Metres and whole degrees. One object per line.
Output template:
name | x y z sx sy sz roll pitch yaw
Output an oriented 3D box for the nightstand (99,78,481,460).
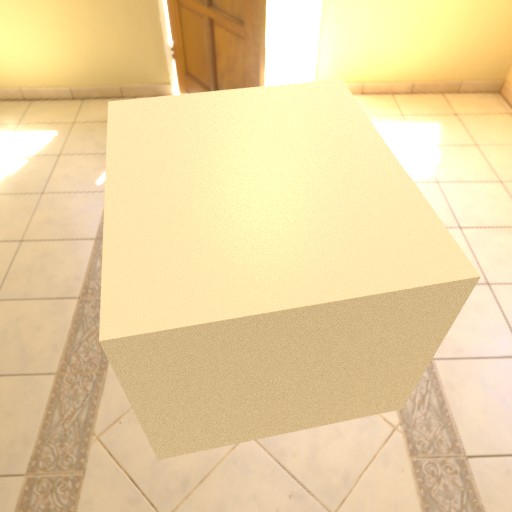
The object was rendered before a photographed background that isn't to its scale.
nightstand | 0.000 0.000 0.743 0.408 0.351 0.470 -9 48 -8
